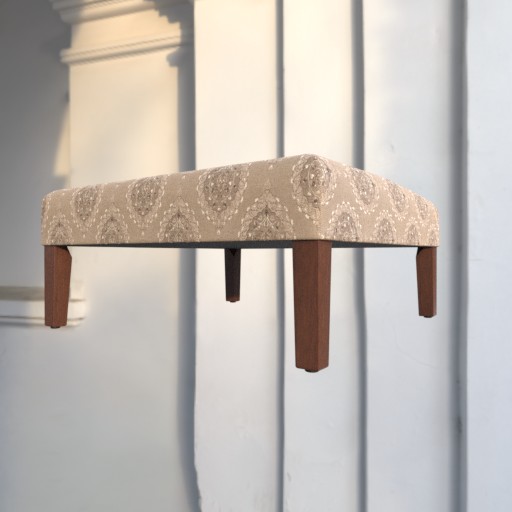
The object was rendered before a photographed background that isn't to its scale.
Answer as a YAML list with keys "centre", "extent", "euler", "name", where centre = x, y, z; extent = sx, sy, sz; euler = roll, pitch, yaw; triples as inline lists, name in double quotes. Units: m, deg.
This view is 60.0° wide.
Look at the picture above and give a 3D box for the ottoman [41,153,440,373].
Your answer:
- centre: [0.000, 0.000, 1.372]
  extent: [0.889, 0.411, 0.890]
  euler: [0, 0, 35]
  name: "ottoman"
